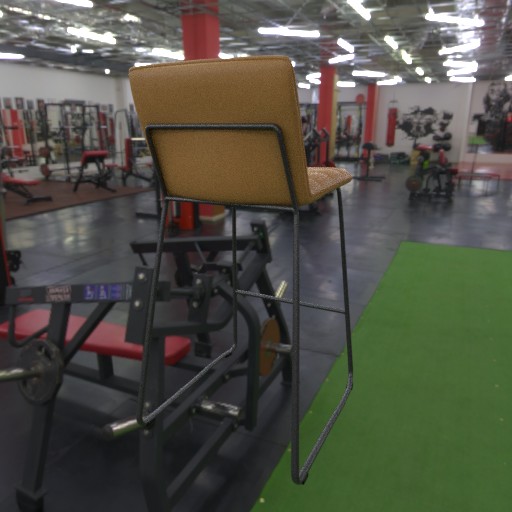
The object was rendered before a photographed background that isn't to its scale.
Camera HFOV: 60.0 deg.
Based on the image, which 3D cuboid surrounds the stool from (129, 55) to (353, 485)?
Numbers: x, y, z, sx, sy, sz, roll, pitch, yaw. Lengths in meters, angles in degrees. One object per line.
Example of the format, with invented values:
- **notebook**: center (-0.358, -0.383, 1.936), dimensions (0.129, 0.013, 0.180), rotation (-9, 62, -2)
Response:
- **stool**: center (0.000, 0.000, 1.213), dimensions (0.489, 0.936, 0.524), rotation (8, 18, 26)
